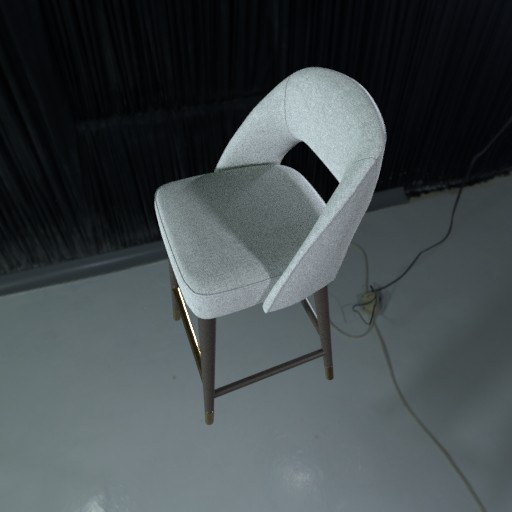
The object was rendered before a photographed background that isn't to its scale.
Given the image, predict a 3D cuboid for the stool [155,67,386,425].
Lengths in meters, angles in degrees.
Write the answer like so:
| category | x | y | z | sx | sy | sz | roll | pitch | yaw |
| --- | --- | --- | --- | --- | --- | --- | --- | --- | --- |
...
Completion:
| category | x | y | z | sx | sy | sz | roll | pitch | yaw |
| --- | --- | --- | --- | --- | --- | --- | --- | --- | --- |
| stool | 0.000 | 0.000 | 1.274 | 0.509 | 0.940 | 0.494 | -16 | 49 | -14 |
